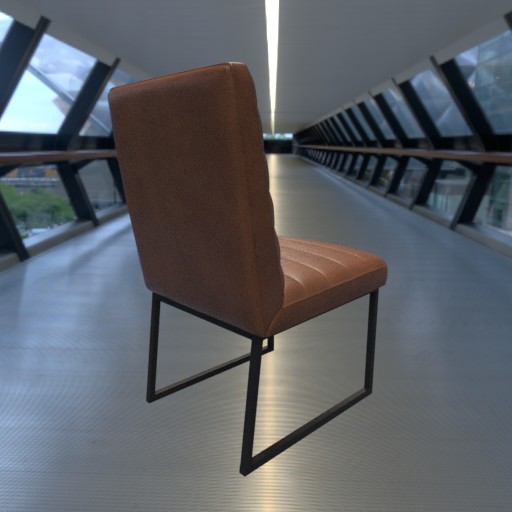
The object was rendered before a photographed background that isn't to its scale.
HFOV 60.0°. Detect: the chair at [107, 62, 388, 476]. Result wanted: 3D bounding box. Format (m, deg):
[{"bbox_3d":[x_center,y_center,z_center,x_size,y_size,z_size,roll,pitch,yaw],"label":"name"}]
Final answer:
[{"bbox_3d":[0.000,0.000,1.293,0.634,0.930,0.520,-12,18,-42],"label":"chair"}]
